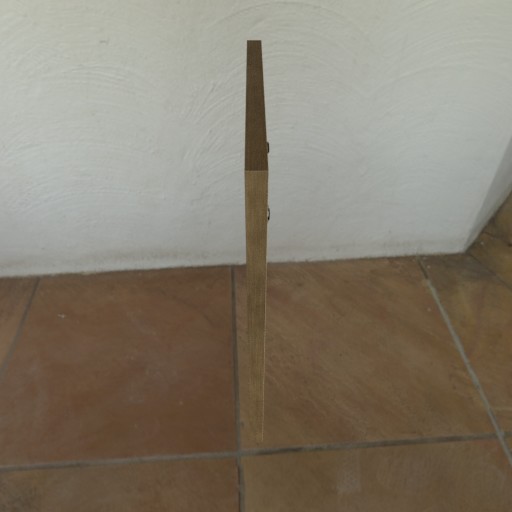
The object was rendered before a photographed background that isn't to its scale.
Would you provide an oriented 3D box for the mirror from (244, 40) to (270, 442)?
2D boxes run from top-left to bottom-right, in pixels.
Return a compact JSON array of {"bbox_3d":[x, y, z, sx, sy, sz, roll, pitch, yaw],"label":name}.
[{"bbox_3d":[0.000,0.000,1.201,0.041,0.915,0.609,0,43,0],"label":"mirror"}]
